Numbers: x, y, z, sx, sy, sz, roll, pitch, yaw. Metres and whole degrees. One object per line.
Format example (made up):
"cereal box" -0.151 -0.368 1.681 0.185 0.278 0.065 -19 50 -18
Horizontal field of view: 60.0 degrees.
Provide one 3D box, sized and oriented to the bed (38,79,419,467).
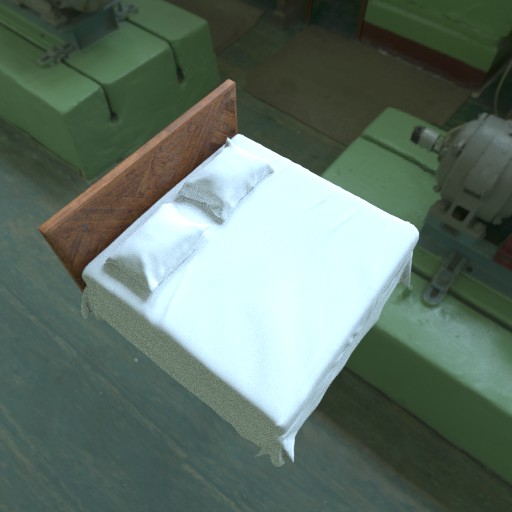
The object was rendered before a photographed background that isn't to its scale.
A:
"bed" 0.000 0.000 3.523 2.165 1.158 2.255 33 63 19
